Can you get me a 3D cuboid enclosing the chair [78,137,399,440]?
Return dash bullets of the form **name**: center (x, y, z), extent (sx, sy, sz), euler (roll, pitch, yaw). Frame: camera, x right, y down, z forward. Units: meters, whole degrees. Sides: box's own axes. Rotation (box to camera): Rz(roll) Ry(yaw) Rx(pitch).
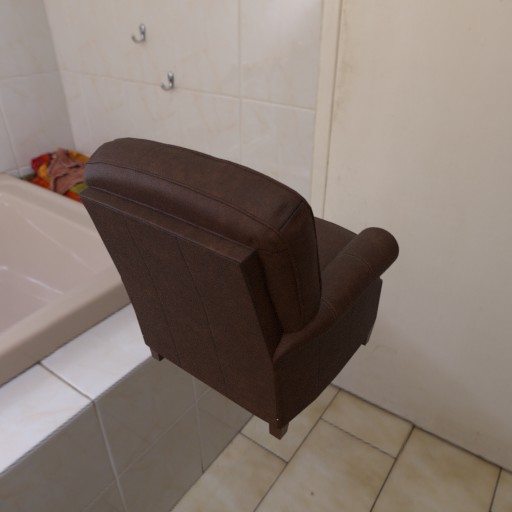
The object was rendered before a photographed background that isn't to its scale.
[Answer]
- **chair**: center (0.000, 0.000, 1.740), extent (0.936, 1.018, 0.986), euler (22, 37, 32)
